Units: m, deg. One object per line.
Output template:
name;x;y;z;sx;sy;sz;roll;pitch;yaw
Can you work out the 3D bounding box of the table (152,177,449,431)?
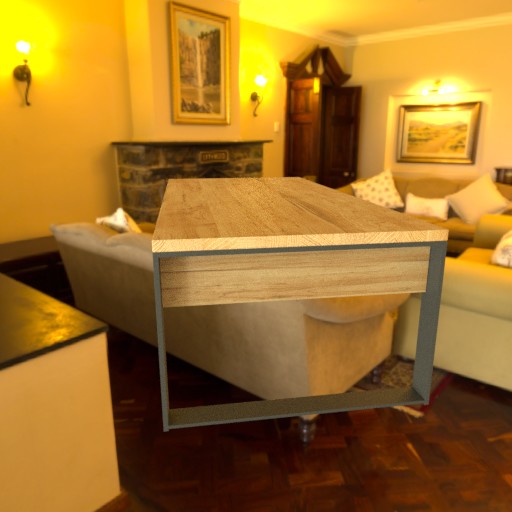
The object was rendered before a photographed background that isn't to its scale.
table;0.000;0.000;1.455;0.590;0.400;1.180;-2;15;-9
